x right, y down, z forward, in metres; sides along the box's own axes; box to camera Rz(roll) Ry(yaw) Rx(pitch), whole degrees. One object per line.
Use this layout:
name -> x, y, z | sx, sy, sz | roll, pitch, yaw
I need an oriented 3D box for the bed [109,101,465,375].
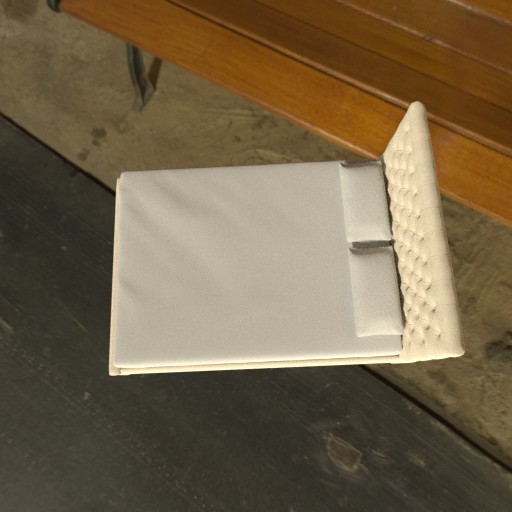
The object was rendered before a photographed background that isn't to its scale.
bed -> 0.000, 0.000, 3.426 | 2.387, 1.427, 1.698 | -2, 75, -1
